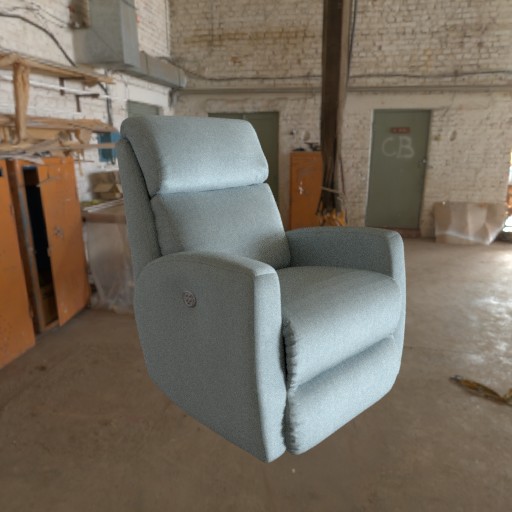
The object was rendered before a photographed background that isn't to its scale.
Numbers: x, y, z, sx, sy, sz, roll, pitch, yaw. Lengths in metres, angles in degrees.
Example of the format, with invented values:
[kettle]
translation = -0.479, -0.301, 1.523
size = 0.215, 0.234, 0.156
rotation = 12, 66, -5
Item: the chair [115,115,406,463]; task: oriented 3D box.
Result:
[chair]
translation = 0.000, 0.000, 1.652
size = 0.794, 1.016, 0.940
rotation = -13, 19, -42
